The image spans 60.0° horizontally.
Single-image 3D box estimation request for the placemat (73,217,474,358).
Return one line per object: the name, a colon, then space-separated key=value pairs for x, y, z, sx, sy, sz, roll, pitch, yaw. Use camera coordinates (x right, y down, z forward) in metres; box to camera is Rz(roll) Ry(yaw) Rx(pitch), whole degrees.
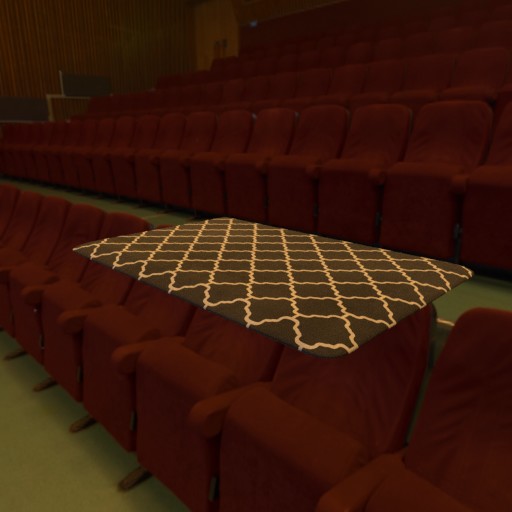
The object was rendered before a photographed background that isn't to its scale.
placemat: x=0.000 y=0.000 z=0.970 sx=0.762 sy=0.021 sz=0.508 roll=15 pitch=22 yaw=42
